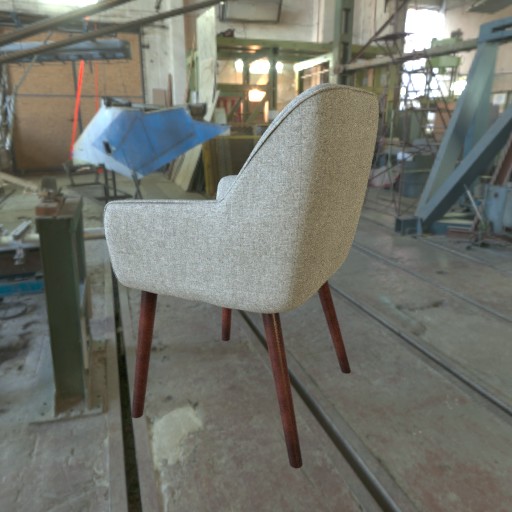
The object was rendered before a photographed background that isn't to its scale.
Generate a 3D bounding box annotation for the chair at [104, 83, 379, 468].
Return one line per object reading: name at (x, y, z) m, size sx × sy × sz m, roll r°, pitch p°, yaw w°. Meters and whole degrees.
chair at (0.000, 0.000, 1.148) m, size 0.519 × 0.803 × 0.543 m, roll 8°, pitch 19°, yaw 25°
